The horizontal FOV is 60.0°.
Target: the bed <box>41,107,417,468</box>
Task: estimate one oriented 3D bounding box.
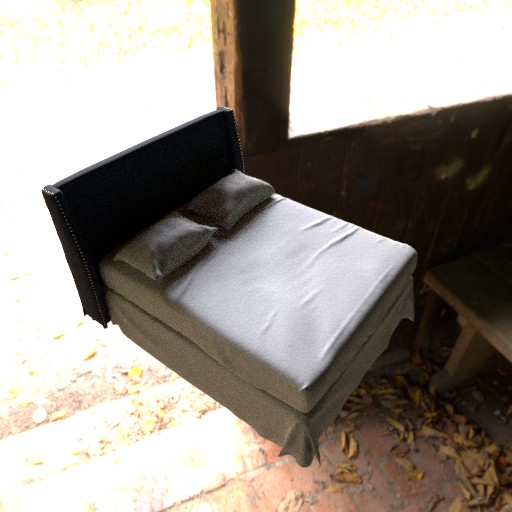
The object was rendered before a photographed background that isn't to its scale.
[{"bbox_3d":[0.000,0.000,3.469,2.276,1.332,1.925,26,46,28],"label":"bed"}]
